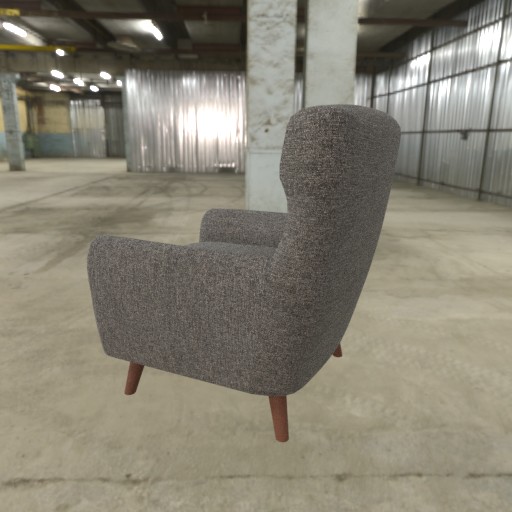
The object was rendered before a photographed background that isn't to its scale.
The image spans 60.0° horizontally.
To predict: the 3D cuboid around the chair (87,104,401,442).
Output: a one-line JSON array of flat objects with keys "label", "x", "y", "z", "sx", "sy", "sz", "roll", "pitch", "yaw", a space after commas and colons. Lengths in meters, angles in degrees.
[{"label": "chair", "x": 0.000, "y": 0.000, "z": 1.707, "sx": 0.940, "sy": 1.039, "sz": 0.889, "roll": 7, "pitch": 15, "yaw": 25}]
